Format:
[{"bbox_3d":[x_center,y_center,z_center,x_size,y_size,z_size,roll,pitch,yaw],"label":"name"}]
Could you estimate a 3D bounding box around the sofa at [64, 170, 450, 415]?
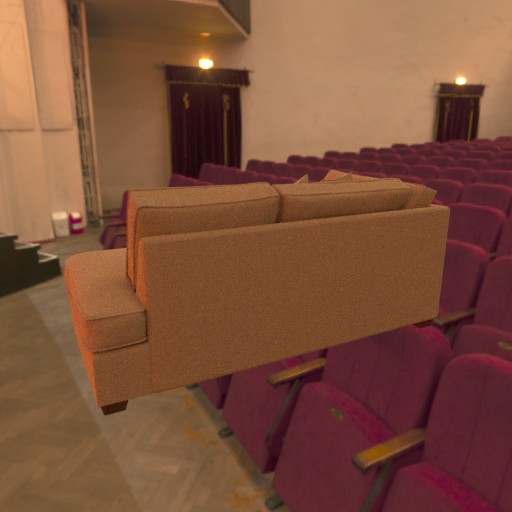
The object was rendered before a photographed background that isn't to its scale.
[{"bbox_3d":[0.000,0.000,2.847,2.237,1.033,1.110,-8,18,-27],"label":"sofa"}]
